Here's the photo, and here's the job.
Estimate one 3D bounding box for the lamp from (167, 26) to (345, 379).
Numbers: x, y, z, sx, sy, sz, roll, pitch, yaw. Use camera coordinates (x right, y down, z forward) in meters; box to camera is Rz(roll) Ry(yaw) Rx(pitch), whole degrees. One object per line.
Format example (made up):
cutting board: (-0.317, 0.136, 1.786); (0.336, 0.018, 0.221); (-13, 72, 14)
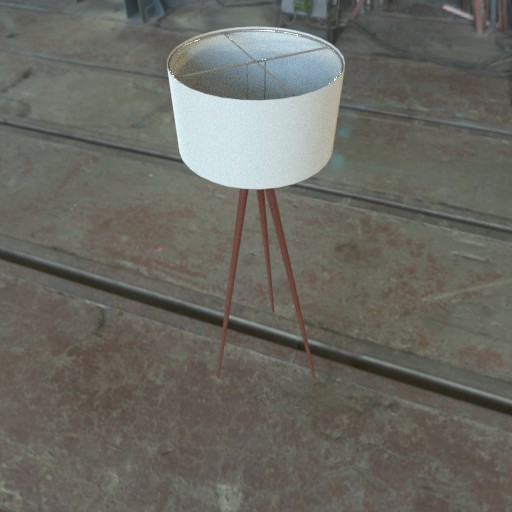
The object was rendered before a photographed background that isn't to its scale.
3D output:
lamp: (0.000, 0.000, 1.768); (0.483, 1.553, 0.483); (-19, 49, -17)
